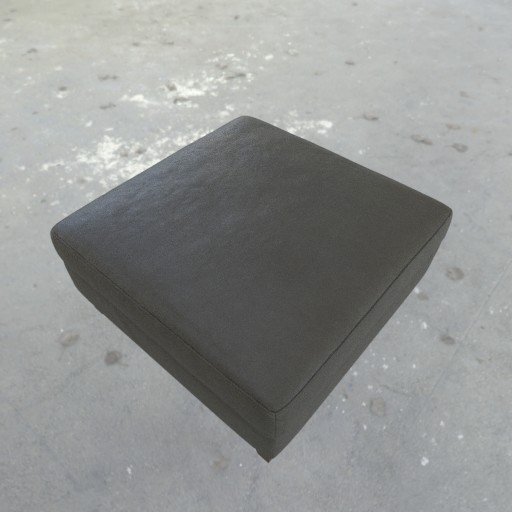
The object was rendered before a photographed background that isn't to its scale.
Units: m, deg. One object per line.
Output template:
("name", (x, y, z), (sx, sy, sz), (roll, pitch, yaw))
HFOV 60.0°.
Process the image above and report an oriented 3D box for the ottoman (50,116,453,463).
("ottoman", (0.000, 0.000, 1.345), (0.836, 0.415, 0.844), (32, 55, 27))
